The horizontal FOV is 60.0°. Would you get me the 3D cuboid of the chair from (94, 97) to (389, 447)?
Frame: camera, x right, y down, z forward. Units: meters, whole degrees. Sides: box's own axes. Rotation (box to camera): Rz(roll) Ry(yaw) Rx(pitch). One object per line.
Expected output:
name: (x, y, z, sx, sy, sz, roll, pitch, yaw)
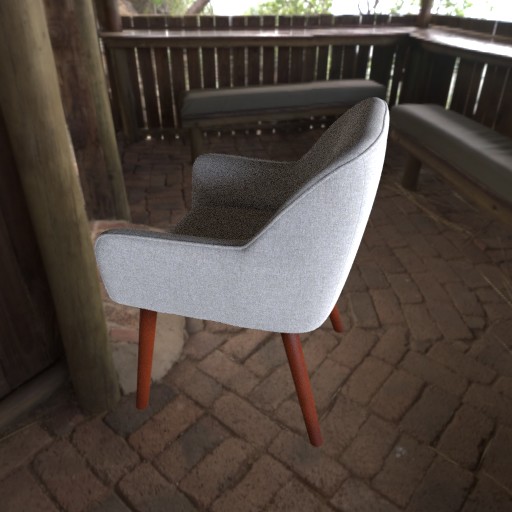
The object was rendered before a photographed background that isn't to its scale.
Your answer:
chair: (0.000, 0.000, 1.246, 0.610, 0.813, 0.610, 8, 32, 14)
